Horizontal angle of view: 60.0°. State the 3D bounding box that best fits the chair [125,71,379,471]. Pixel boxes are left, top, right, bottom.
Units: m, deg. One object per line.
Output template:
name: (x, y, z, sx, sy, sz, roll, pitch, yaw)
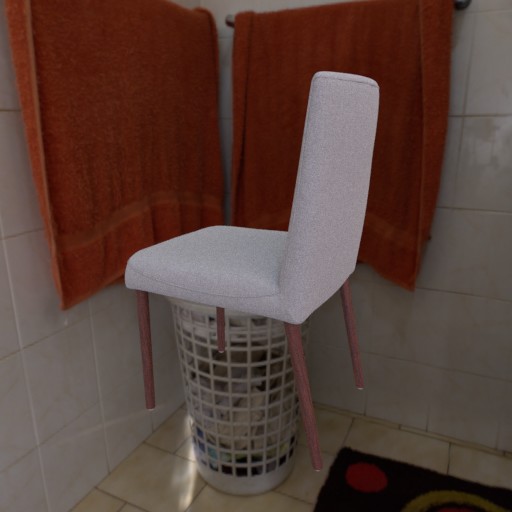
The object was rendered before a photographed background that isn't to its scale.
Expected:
chair: (0.000, 0.000, 1.181, 0.570, 0.859, 0.456, 8, 18, 26)
